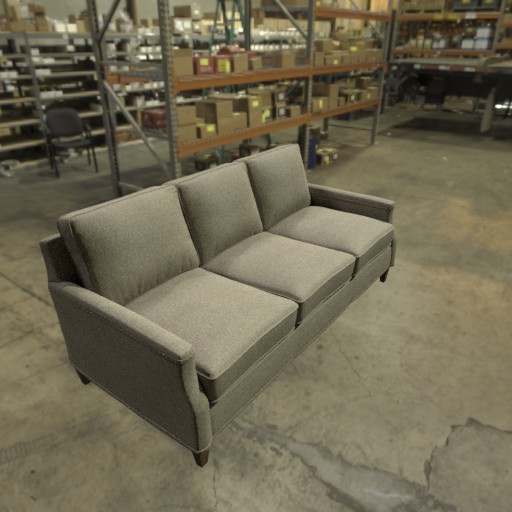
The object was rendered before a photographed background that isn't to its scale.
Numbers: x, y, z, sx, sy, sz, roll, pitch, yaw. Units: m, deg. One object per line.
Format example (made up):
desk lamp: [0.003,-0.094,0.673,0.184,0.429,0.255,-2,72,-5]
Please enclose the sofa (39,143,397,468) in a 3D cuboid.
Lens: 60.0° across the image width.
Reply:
sofa: [0.000,0.000,2.814,1.084,1.003,2.246,18,32,32]
